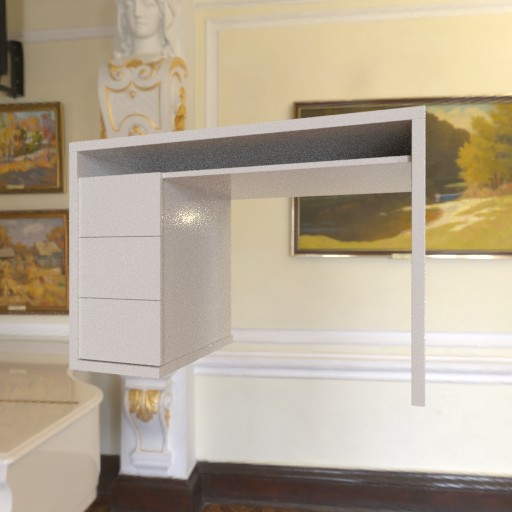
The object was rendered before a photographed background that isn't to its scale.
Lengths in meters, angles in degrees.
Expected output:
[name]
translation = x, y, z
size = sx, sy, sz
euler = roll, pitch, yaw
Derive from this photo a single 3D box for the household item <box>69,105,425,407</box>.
[household item]
translation = 0.000, 0.000, 1.564
size = 1.100, 0.749, 0.597
euler = 0, 0, 19
